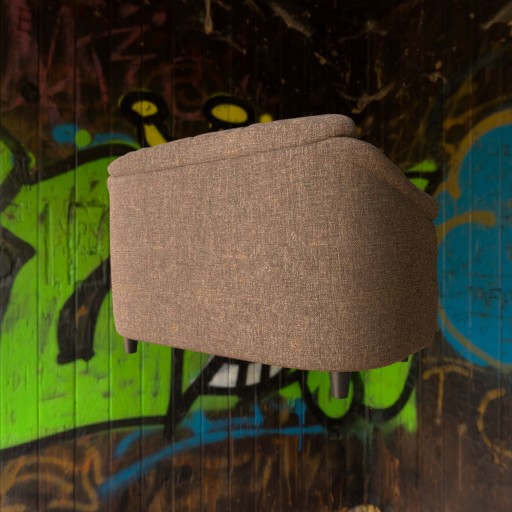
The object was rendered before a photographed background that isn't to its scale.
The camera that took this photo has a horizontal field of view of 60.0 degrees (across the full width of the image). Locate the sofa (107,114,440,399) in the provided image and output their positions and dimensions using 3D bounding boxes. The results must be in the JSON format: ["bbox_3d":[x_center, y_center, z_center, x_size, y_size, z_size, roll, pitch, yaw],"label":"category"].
[{"bbox_3d":[0.000,0.000,1.934,1.404,0.895,0.799,0,0,37],"label":"sofa"}]
